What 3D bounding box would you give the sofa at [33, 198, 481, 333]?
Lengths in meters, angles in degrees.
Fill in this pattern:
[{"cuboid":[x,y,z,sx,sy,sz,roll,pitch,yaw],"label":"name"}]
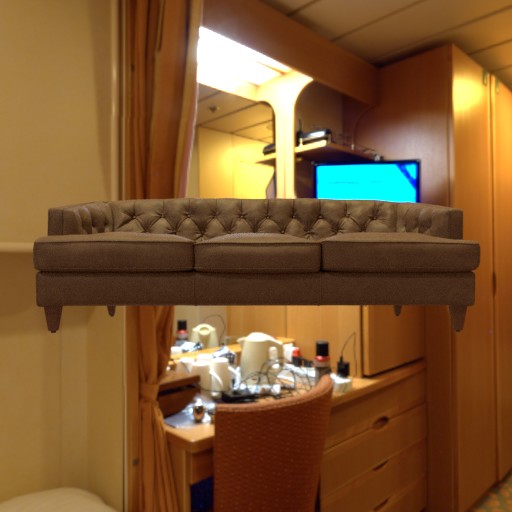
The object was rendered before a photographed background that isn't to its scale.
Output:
[{"cuboid":[0.000,0.000,2.599,2.227,0.787,0.927,0,-1,-1],"label":"sofa"}]
